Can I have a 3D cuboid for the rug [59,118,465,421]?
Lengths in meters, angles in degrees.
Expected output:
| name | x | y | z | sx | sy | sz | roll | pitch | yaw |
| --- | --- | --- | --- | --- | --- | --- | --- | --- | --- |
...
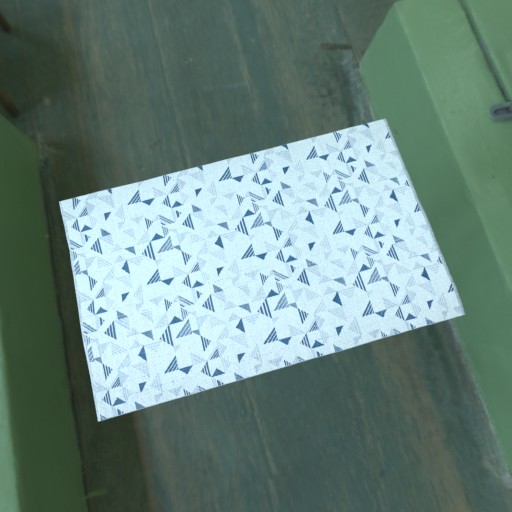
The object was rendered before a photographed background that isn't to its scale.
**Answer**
| name | x | y | z | sx | sy | sz | roll | pitch | yaw |
| --- | --- | --- | --- | --- | --- | --- | --- | --- | --- |
| rug | 0.000 | 0.000 | 3.013 | 2.457 | 0.009 | 1.512 | -15 | 75 | -4 |
